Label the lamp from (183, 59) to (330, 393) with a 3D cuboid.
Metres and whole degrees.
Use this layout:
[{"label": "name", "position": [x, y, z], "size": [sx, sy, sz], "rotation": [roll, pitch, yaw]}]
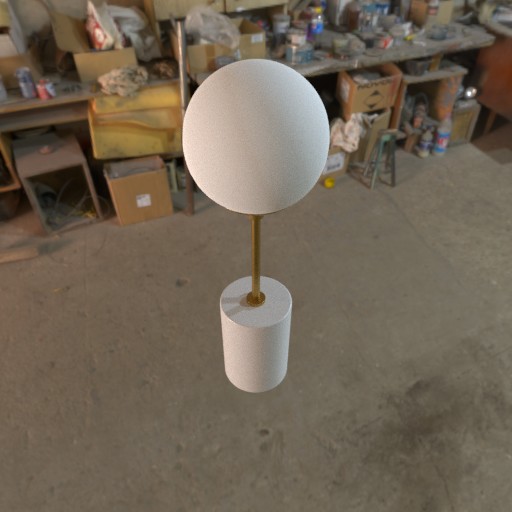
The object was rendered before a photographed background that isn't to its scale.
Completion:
[{"label": "lamp", "position": [0.000, 0.000, 0.574], "size": [0.153, 0.480, 0.153], "rotation": [0, 41, 0]}]
